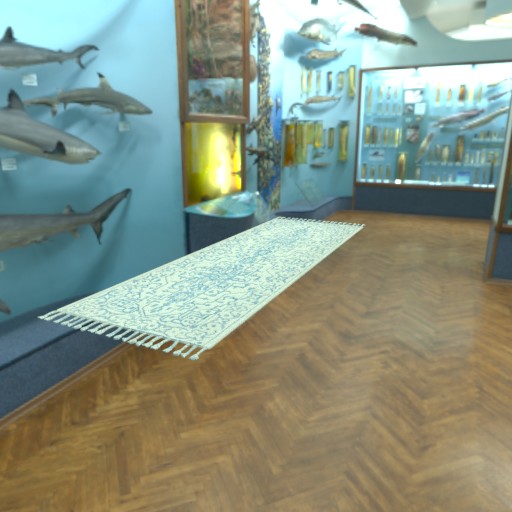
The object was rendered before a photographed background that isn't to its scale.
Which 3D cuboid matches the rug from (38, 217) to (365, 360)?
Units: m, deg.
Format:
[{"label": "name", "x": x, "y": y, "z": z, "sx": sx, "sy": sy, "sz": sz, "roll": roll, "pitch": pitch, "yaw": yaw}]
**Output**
[{"label": "rug", "x": 0.000, "y": 0.000, "z": 2.685, "sx": 0.774, "sy": 0.011, "sz": 2.449, "roll": 8, "pitch": 18, "yaw": 25}]
